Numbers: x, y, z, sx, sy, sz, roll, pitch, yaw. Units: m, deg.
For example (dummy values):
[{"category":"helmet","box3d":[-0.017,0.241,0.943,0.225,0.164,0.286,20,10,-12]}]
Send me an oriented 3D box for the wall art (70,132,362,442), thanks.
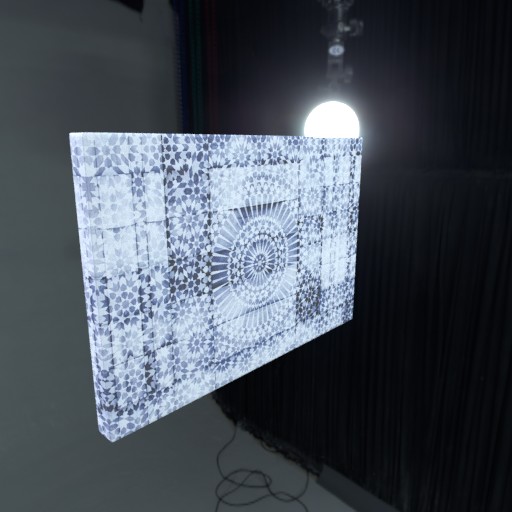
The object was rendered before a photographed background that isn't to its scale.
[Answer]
[{"category":"wall art","box3d":[0.000,0.000,1.161,0.057,0.608,0.911,13,19,42]}]
